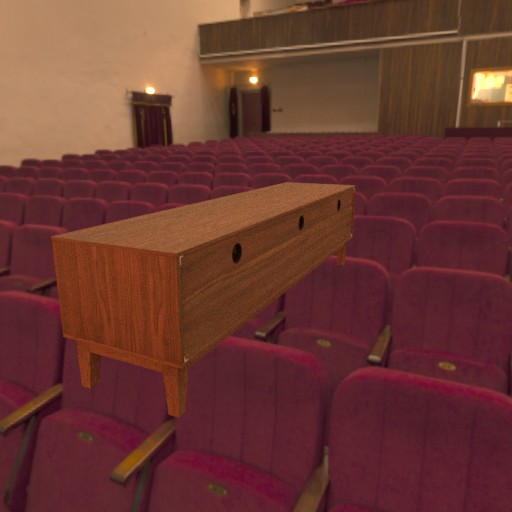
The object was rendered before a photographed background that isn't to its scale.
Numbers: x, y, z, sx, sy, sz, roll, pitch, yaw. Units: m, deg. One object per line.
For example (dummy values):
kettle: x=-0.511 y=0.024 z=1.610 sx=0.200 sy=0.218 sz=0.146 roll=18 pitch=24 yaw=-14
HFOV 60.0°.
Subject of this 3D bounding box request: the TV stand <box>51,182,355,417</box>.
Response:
TV stand: x=0.000 y=0.000 z=1.679 sx=0.366 sy=0.409 sz=1.482 roll=7 pitch=17 yaw=25
